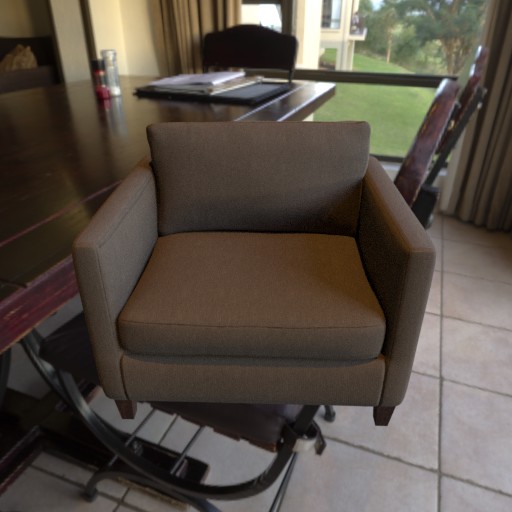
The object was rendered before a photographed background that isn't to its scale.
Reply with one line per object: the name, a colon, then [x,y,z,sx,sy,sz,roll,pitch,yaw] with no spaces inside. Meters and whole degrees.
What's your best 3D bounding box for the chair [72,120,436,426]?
chair: [0.000,0.000,1.795,1.107,0.963,0.959,1,30,2]
